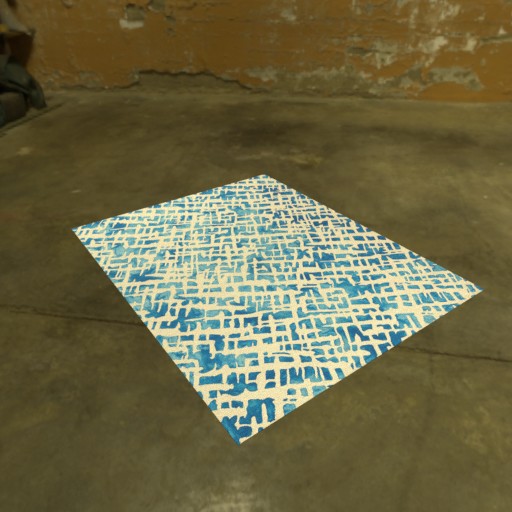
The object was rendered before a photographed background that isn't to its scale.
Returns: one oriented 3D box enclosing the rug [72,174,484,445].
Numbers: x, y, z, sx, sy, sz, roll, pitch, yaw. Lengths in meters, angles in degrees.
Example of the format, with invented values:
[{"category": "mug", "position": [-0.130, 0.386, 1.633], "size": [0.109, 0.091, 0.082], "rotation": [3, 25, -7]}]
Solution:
[{"category": "rug", "position": [0.000, 0.000, 4.049], "size": [2.435, 0.007, 3.007], "rotation": [-21, 38, -29]}]
